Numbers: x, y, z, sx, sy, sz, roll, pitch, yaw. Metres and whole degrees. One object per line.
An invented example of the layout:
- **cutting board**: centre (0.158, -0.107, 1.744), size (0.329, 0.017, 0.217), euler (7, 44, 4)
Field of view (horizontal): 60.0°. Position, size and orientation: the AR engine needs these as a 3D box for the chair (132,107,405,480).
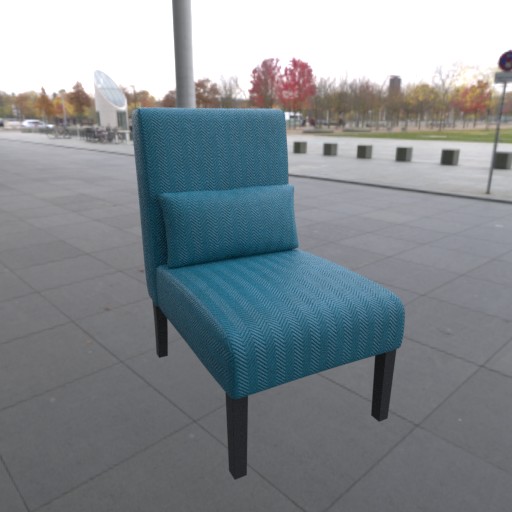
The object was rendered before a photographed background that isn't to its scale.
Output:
- **chair**: centre (0.000, 0.000, 1.445), size (0.579, 0.927, 0.808), euler (-9, 19, -27)
